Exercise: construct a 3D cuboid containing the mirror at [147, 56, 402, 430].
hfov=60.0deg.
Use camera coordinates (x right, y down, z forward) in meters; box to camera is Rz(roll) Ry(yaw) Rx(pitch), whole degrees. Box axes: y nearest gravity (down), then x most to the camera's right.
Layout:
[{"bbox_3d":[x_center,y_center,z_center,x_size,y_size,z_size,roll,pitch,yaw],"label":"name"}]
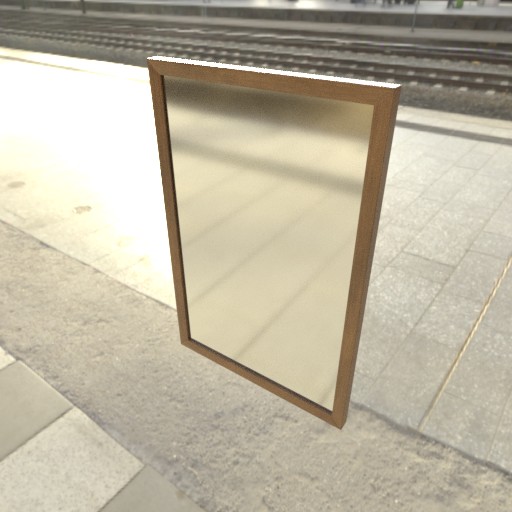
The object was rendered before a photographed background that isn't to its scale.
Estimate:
[{"bbox_3d":[0.000,0.000,1.164,0.609,0.915,0.040,20,37,29],"label":"mirror"}]
